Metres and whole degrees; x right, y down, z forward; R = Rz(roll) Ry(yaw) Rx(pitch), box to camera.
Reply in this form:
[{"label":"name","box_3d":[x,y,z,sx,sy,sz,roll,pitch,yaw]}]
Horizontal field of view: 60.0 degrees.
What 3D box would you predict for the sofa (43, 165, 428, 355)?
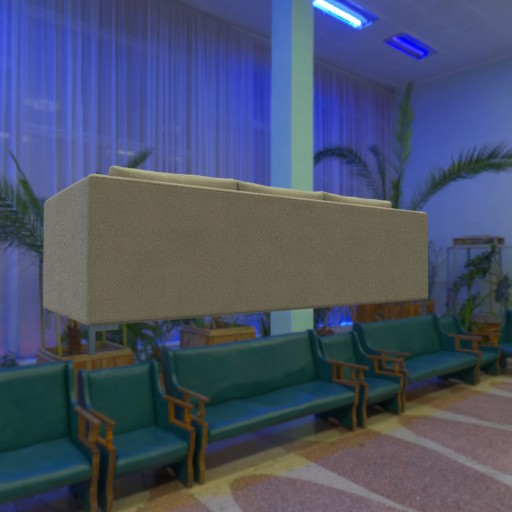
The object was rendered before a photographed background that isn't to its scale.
[{"label":"sofa","box_3d":[0.000,0.000,2.928,2.415,0.867,0.969,1,-1,-36]}]
